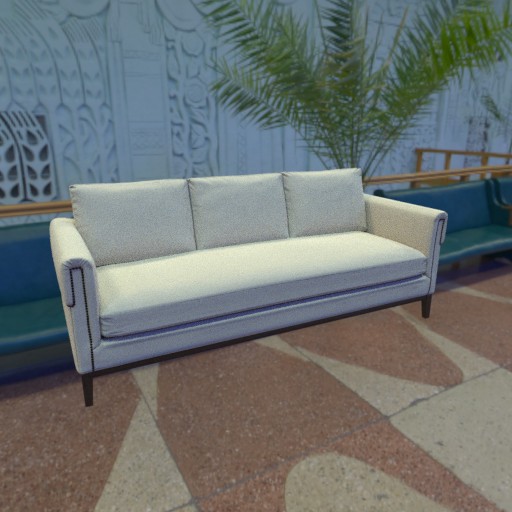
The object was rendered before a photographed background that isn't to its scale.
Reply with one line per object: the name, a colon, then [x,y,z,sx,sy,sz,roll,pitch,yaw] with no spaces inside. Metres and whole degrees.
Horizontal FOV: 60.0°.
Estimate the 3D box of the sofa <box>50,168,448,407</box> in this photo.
sofa: [0.000,0.000,2.662,2.198,0.911,0.902,-8,19,-25]
